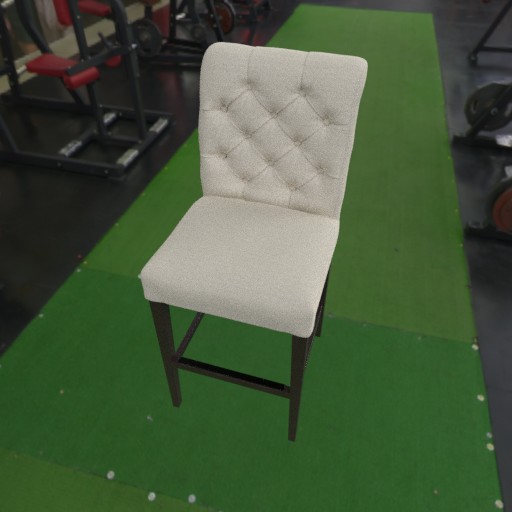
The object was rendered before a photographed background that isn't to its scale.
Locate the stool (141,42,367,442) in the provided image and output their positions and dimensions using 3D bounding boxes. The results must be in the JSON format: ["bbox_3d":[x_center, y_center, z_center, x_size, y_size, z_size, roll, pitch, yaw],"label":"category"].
[{"bbox_3d":[0.000,0.000,1.430,0.482,1.118,0.610,12,42,13],"label":"stool"}]
